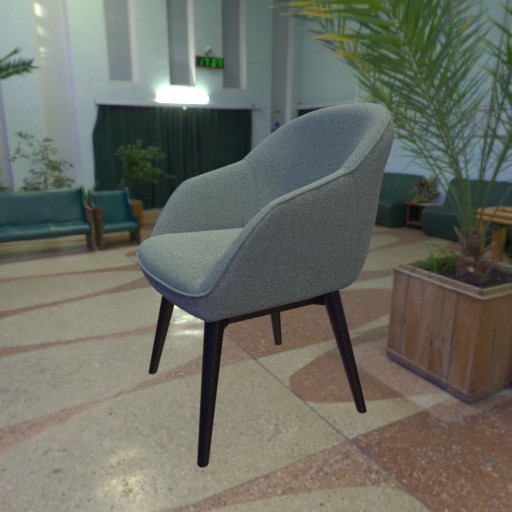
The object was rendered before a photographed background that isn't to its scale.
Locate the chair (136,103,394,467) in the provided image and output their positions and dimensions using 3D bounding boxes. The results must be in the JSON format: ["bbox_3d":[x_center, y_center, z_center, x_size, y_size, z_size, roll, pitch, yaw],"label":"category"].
[{"bbox_3d":[0.000,0.000,1.214,0.611,0.810,0.589,-7,16,-26],"label":"chair"}]
